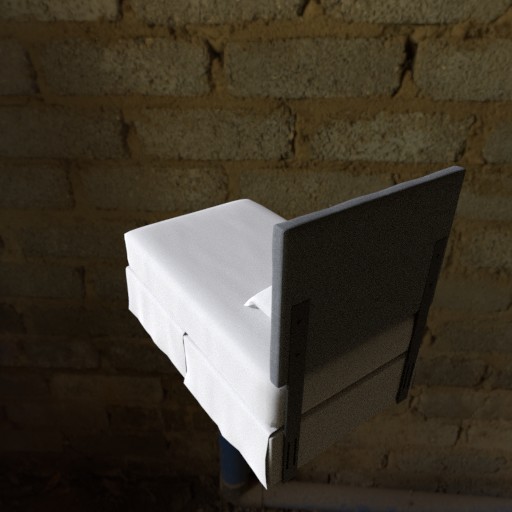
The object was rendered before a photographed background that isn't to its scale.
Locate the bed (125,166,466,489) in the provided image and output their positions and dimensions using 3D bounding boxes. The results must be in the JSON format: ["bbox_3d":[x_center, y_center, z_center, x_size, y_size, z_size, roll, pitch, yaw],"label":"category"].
[{"bbox_3d":[0.000,0.000,2.956,1.261,1.571,1.997,-20,36,-30],"label":"bed"}]
